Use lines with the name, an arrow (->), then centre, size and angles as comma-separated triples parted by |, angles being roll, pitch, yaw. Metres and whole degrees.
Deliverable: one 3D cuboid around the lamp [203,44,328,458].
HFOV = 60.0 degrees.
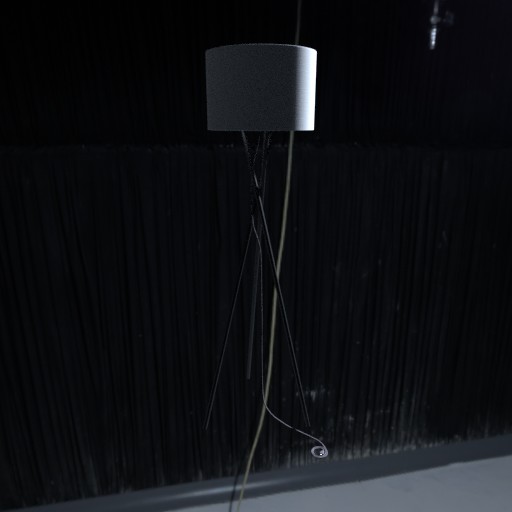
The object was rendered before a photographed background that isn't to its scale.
lamp -> 0.000, 0.000, 1.920 | 0.522, 1.624, 0.667 | -3, 17, -9
